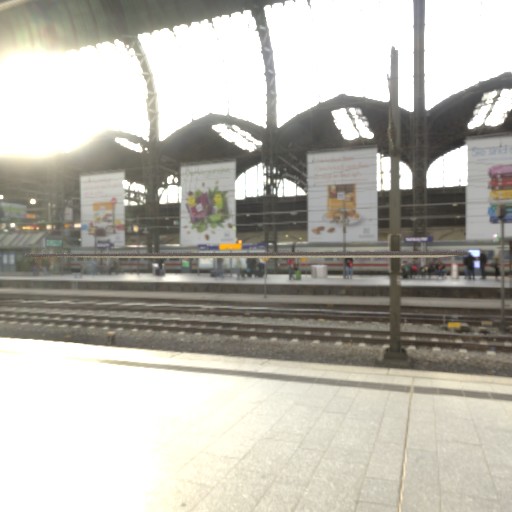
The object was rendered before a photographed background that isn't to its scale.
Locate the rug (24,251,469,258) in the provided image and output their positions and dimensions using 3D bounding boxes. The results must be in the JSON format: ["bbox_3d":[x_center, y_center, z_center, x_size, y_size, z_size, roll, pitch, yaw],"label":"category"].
[{"bbox_3d":[0.000,0.000,2.070,1.676,0.013,1.067,0,-1,18],"label":"rug"}]
